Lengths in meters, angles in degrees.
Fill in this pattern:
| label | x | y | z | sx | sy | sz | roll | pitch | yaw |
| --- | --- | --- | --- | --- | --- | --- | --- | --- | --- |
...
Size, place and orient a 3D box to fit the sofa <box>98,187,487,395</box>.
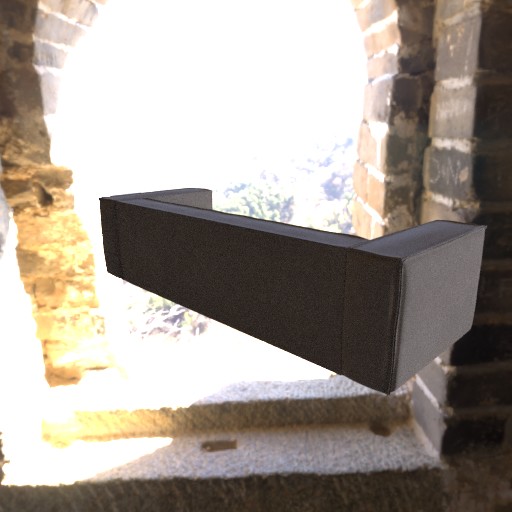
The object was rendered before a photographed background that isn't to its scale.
| label | x | y | z | sx | sy | sz | roll | pitch | yaw |
| --- | --- | --- | --- | --- | --- | --- | --- | --- | --- |
| sofa | 0.000 | 0.000 | 3.108 | 2.697 | 0.680 | 1.038 | 15 | 21 | 43 |
